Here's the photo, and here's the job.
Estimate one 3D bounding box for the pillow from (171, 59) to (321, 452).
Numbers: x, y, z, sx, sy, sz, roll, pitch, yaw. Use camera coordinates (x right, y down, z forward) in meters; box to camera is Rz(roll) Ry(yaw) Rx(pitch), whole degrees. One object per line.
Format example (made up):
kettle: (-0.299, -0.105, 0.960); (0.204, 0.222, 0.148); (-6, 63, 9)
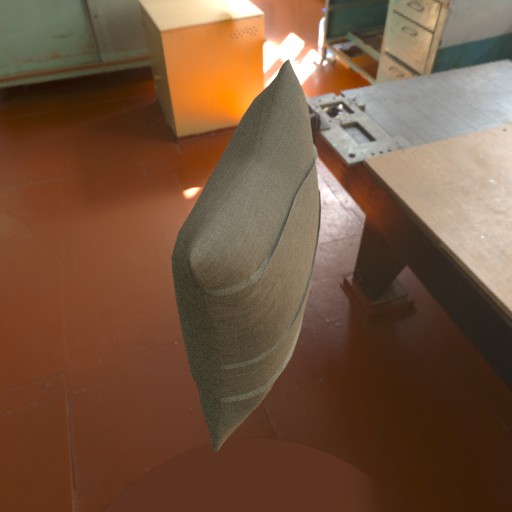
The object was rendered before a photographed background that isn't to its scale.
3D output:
pillow: (0.000, 0.000, 0.634); (0.169, 0.400, 0.424); (10, 47, 10)
